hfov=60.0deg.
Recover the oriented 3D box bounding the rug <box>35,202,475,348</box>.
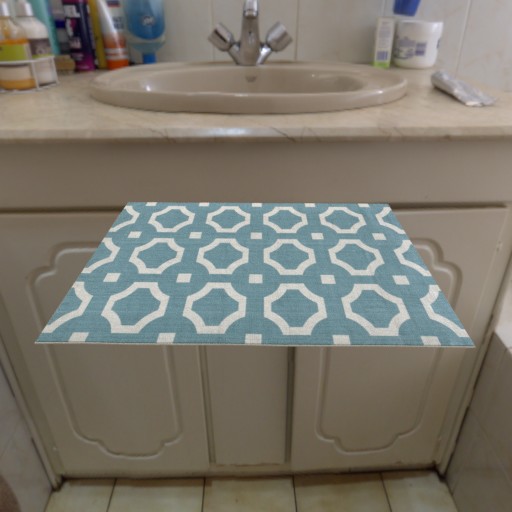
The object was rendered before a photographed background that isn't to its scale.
[{"bbox_3d":[0.000,0.000,4.125,3.049,0.021,2.466,0,30,1],"label":"rug"}]
